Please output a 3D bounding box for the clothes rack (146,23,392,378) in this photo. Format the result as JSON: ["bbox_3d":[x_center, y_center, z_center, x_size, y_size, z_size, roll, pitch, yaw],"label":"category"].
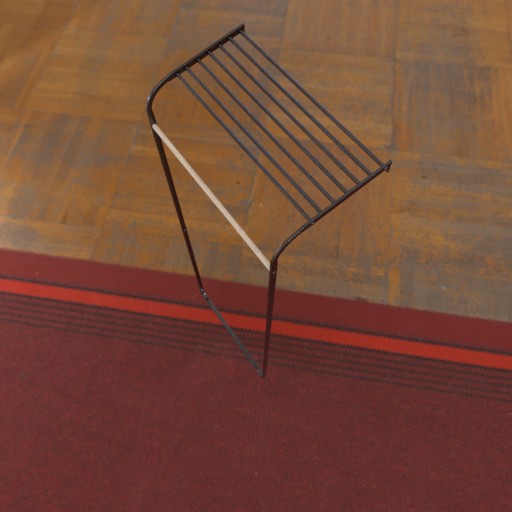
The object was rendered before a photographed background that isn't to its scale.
[{"bbox_3d":[0.000,0.000,1.802,0.349,1.574,0.609,-33,68,-15],"label":"clothes rack"}]
